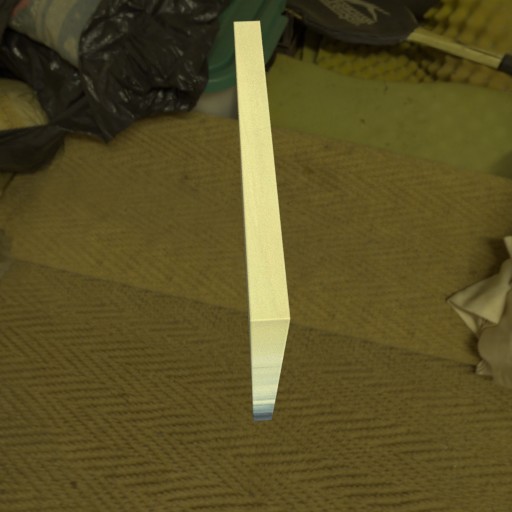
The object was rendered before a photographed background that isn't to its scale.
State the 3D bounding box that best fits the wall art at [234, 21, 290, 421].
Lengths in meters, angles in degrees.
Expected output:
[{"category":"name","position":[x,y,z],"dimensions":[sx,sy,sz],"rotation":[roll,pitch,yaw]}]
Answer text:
[{"category":"wall art","position":[0.000,0.000,0.829],"dimensions":[0.040,0.608,0.489],"rotation":[-3,61,-2]}]
